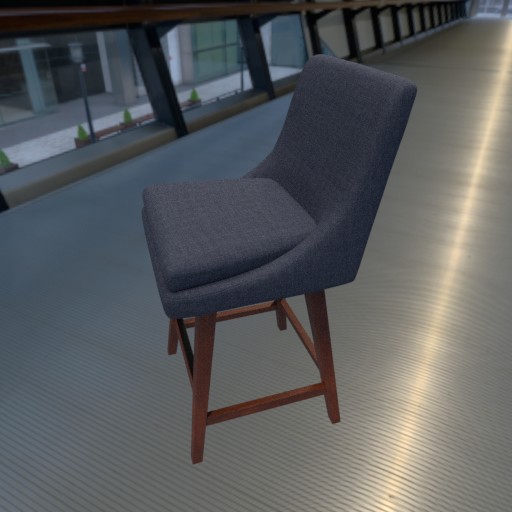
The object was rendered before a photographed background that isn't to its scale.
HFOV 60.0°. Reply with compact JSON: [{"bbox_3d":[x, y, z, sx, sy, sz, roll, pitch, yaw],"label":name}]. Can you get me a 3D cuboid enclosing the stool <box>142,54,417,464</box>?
[{"bbox_3d":[0.000,0.000,1.138,0.524,0.895,0.467,-10,33,-15],"label":"stool"}]
